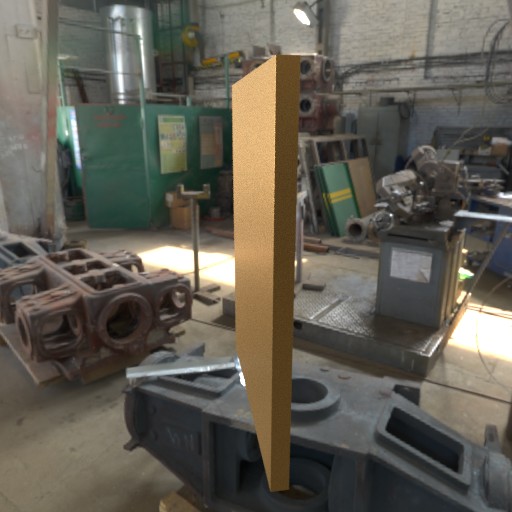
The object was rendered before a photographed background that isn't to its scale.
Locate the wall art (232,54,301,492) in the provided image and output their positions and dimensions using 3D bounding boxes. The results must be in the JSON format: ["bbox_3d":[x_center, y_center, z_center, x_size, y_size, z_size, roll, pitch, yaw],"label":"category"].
[{"bbox_3d":[0.000,0.000,1.068,0.038,0.812,0.610,-3,17,-9],"label":"wall art"}]
